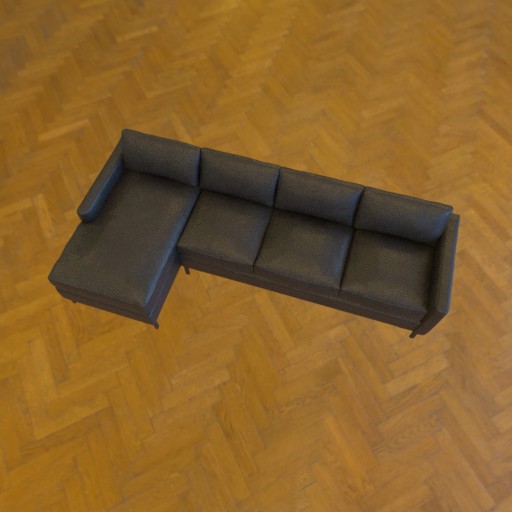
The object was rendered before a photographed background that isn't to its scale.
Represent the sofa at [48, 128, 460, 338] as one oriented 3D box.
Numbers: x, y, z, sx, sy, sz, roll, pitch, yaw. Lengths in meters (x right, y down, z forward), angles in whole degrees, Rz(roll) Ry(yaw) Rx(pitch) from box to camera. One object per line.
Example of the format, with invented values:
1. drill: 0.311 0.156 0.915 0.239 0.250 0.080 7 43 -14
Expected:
1. sofa: 0.000 0.000 3.617 2.993 0.859 1.471 15 61 9
